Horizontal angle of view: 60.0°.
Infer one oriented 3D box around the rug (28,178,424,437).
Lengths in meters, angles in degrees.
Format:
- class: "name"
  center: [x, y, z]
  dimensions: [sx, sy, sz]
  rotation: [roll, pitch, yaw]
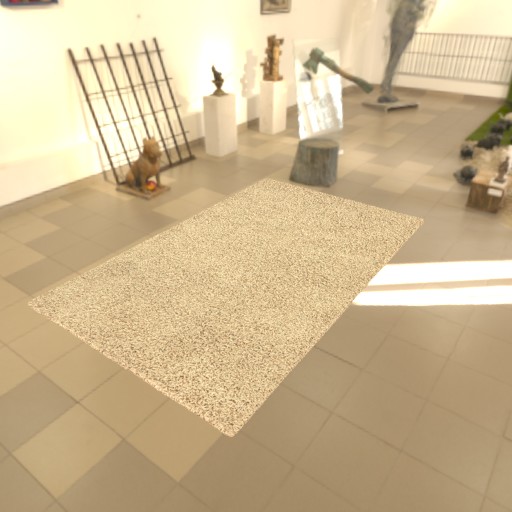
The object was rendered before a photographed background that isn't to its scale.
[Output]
- class: "rug"
  center: [0.000, 0.000, 3.035]
  dimensions: [1.524, 0.030, 2.438]
  rotation: [21, 37, 30]
